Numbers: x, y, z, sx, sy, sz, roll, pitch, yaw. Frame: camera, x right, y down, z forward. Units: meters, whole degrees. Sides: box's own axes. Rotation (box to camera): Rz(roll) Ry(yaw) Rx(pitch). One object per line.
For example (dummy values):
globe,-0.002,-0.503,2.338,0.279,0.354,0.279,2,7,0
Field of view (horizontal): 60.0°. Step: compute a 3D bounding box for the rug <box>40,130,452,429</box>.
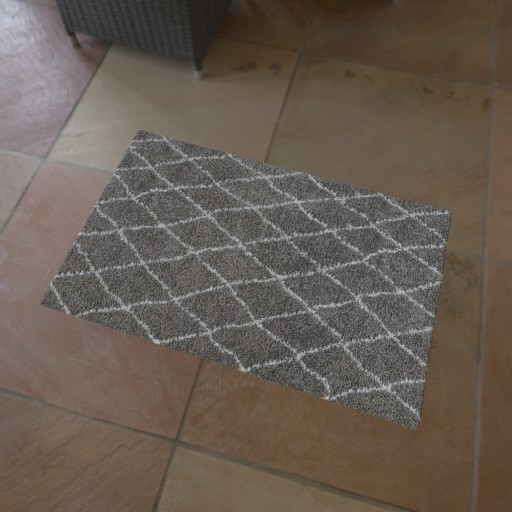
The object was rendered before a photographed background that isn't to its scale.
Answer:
rug,0.000,0.000,2.998,2.438,0.030,1.524,16,65,8
